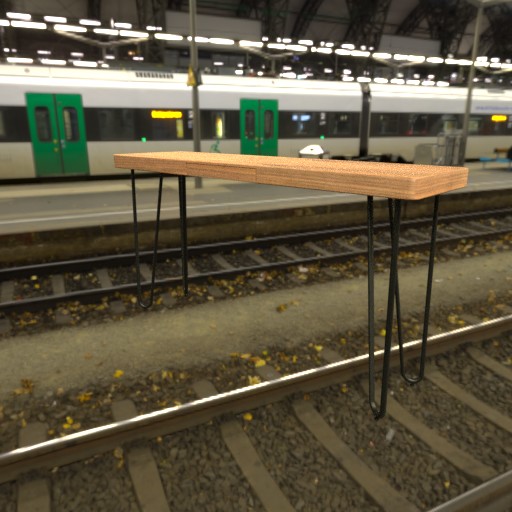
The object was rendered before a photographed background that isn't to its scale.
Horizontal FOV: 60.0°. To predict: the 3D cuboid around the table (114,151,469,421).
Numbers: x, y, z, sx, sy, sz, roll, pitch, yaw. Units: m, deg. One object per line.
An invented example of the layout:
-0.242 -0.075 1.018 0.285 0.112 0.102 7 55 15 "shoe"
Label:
0.000 0.000 1.961 1.570 0.834 0.425 14 22 41 "table"
